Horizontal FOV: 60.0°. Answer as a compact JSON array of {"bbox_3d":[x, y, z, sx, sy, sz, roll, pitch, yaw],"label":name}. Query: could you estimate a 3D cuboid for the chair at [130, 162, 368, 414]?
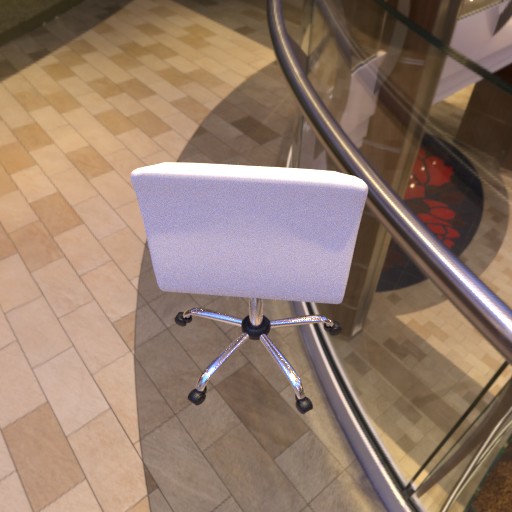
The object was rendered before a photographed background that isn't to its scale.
[{"bbox_3d":[0.000,0.000,1.082,0.520,0.750,0.455,4,46,4],"label":"chair"}]
